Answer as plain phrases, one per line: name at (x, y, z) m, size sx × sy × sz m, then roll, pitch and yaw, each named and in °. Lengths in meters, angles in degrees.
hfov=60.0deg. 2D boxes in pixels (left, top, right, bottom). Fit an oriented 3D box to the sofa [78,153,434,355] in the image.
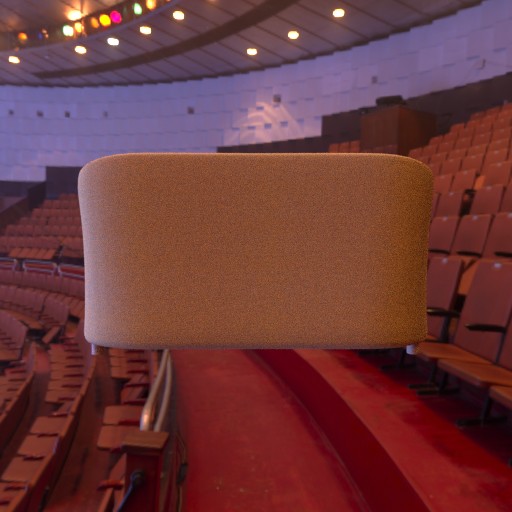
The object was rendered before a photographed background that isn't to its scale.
sofa at (0.000, 0.000, 1.849) m, size 1.452 × 0.721 × 0.705 m, roll 0°, pitch 1°, yaw 0°
